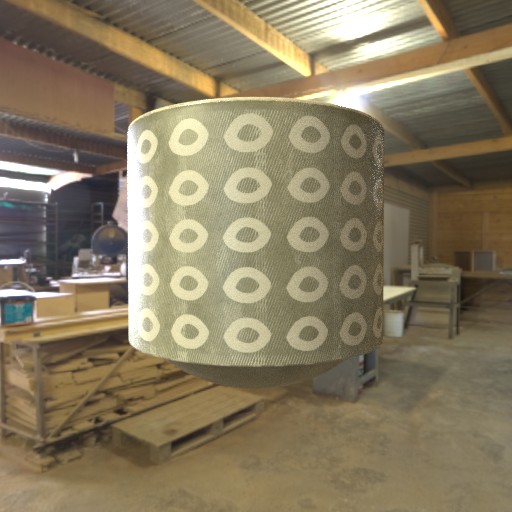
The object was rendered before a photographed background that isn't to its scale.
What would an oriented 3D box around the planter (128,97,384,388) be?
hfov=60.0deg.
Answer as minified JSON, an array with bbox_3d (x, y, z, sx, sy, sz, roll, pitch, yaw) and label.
[{"bbox_3d":[0.000,0.000,0.452,0.250,0.239,0.250,0,1,0],"label":"planter"}]
